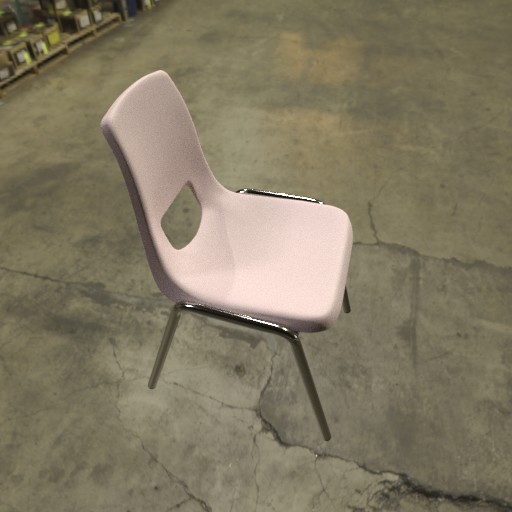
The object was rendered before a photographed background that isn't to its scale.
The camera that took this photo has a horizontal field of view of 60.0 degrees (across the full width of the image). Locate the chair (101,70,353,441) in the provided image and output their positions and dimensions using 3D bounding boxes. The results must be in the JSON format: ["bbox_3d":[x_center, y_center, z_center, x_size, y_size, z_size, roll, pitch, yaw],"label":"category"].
[{"bbox_3d":[0.000,0.000,0.899,0.436,0.653,0.381,11,45,11],"label":"chair"}]
